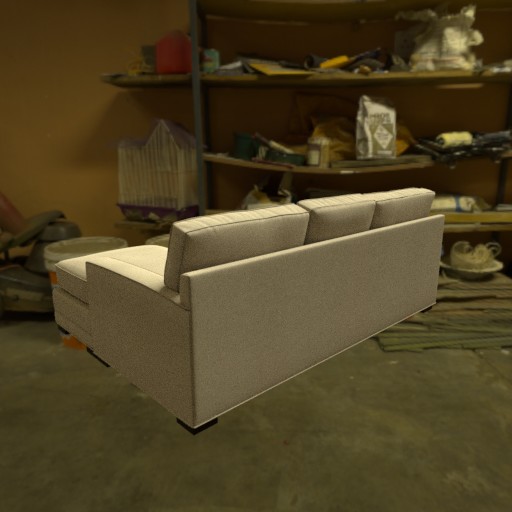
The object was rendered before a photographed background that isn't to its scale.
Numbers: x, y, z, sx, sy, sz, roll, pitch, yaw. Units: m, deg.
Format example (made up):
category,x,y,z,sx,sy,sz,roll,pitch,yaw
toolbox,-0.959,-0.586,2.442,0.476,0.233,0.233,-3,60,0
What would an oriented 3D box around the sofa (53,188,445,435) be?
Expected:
category,x,y,z,sx,sy,sz,roll,pitch,yaw
sofa,0.000,0.000,2.858,2.087,0.861,1.496,-13,19,-42
